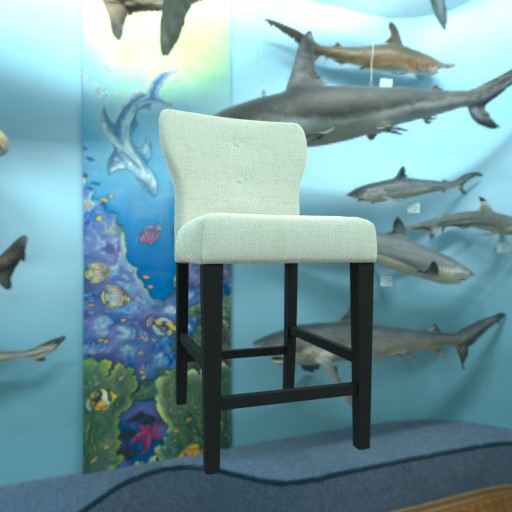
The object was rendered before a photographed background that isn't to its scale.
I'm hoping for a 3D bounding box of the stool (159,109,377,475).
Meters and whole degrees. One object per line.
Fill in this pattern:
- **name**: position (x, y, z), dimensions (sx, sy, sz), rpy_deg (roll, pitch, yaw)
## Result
- **stool**: position (0.000, 0.000, 1.309), dimensions (0.514, 0.972, 0.603), rpy_deg (0, 1, -18)
